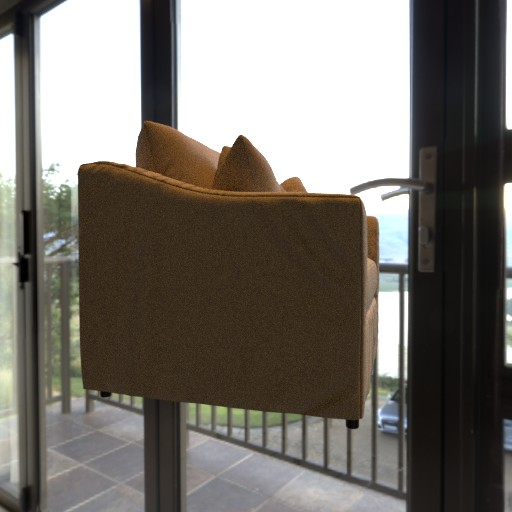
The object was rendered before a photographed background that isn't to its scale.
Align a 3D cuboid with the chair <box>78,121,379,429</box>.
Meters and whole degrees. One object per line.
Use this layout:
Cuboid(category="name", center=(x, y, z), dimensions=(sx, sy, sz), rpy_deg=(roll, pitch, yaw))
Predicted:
Cuboid(category="chair", center=(0.000, 0.000, 2.062), dimensions=(1.071, 1.093, 1.194), rpy_deg=(0, 1, 18))
